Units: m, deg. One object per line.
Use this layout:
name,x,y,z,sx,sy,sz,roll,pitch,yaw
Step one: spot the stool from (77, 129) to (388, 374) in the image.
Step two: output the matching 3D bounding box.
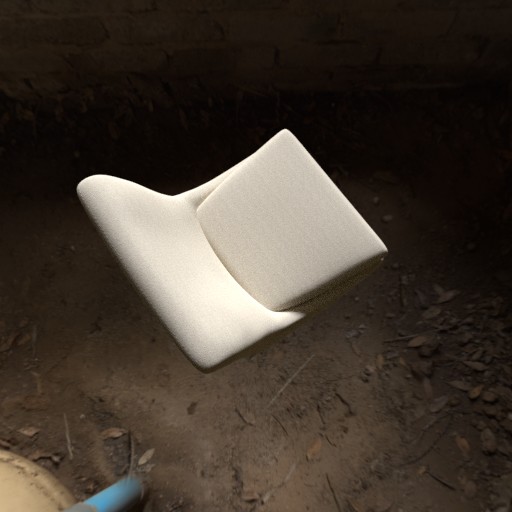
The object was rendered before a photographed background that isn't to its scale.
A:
stool,0.000,0.000,1.298,0.559,0.991,0.483,-36,79,-8
